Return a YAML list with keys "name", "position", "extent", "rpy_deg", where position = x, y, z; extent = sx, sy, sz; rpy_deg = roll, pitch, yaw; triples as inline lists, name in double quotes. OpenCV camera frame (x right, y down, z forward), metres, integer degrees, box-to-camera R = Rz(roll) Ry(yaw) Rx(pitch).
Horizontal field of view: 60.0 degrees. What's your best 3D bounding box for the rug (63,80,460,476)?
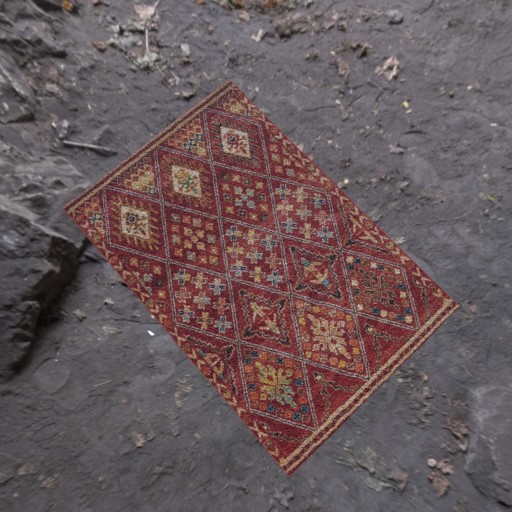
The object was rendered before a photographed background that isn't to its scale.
- name: "rug"
  position: [0.000, 0.000, 2.958]
  extent: [1.521, 0.026, 2.286]
  rpy_deg: [-41, 79, -9]
